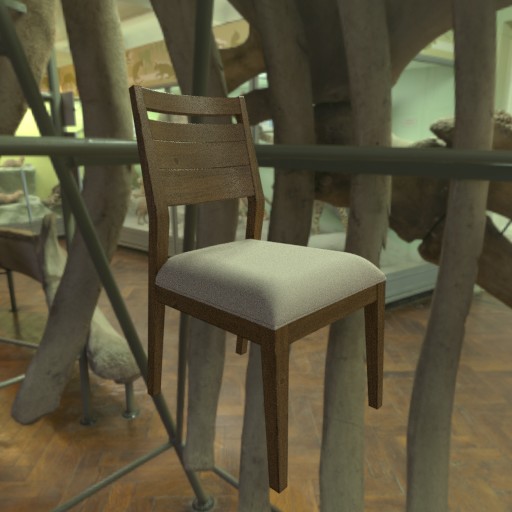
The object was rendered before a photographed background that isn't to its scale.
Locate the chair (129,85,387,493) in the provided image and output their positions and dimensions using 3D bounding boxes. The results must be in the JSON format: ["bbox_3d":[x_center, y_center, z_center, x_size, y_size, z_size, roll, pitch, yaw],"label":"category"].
[{"bbox_3d":[0.000,0.000,1.286,0.610,0.939,0.497,13,19,42],"label":"chair"}]
